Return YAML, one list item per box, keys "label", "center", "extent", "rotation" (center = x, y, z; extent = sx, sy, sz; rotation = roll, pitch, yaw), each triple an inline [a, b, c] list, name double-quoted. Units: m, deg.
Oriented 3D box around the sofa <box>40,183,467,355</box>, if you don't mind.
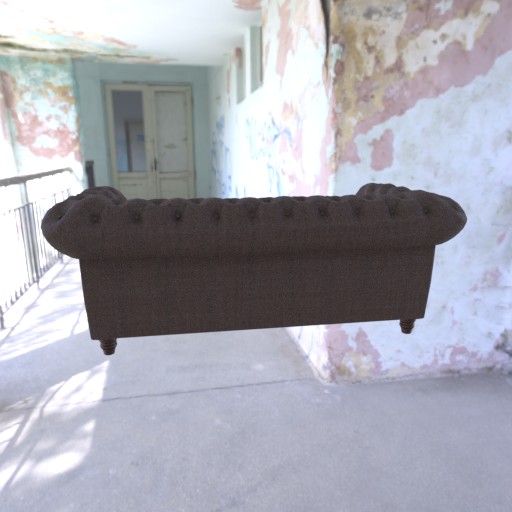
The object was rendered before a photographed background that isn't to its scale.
- label: "sofa"
  center: [0.000, 0.000, 2.502]
  extent: [2.048, 0.780, 0.944]
  rotation: [-2, 15, -9]
